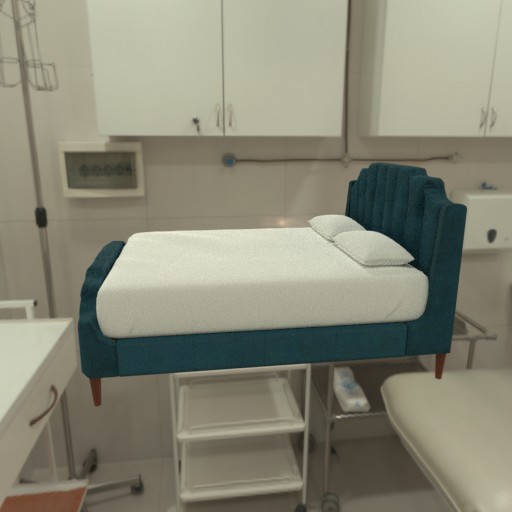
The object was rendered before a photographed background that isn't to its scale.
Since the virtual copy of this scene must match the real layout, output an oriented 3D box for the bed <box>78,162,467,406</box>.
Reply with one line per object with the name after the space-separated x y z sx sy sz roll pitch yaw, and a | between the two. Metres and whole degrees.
0.000 0.000 3.384 2.322 1.351 1.676 -2 15 -8 | bed
